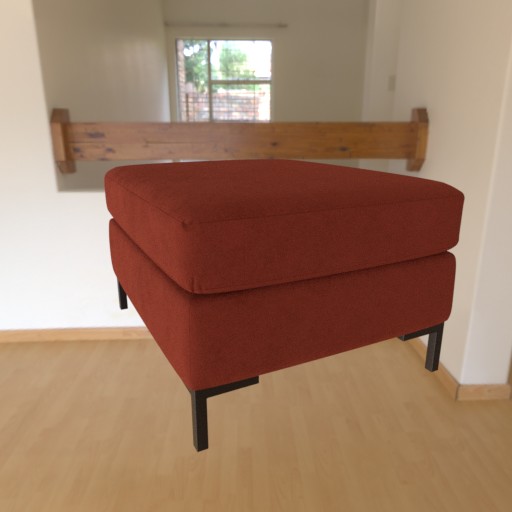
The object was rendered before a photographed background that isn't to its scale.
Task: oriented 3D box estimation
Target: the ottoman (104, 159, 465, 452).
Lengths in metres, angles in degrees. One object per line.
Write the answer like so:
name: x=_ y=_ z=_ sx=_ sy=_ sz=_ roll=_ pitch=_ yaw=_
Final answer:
ottoman: x=0.000 y=0.000 z=1.180 sx=0.650 sy=0.462 sz=0.782 roll=-8 pitch=19 yaw=-26
